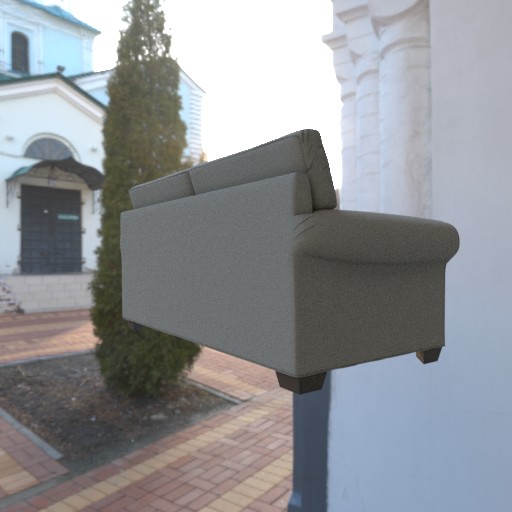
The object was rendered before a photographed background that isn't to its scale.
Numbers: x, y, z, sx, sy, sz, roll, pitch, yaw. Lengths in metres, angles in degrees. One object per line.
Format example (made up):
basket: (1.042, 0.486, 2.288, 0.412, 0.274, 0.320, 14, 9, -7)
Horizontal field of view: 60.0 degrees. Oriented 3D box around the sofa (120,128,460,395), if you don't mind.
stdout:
sofa: (0.000, 0.000, 2.458, 0.940, 0.952, 1.930, 0, 0, -36)
